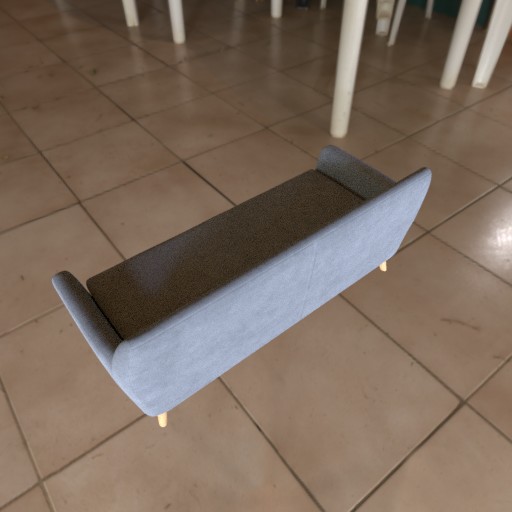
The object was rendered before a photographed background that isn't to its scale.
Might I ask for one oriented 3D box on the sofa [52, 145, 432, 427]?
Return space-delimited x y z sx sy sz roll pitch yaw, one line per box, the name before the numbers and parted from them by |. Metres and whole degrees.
sofa | 0.000 0.000 2.492 1.970 0.830 0.830 -30 52 -26
